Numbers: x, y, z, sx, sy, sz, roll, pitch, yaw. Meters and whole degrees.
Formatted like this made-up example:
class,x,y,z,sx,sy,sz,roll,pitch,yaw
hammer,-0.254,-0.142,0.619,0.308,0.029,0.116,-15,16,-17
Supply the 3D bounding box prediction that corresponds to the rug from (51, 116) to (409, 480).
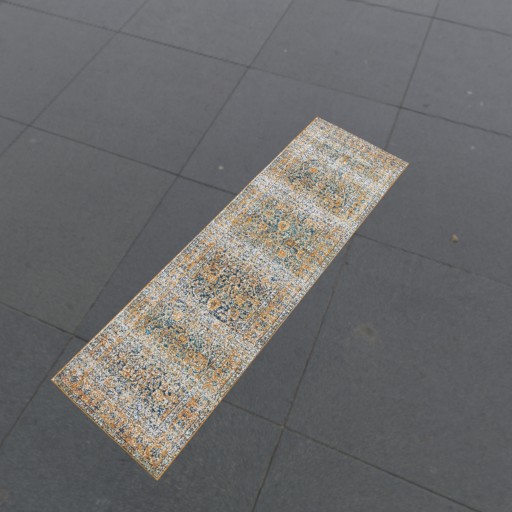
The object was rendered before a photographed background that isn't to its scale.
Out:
class,x,y,z,sx,sy,sz,roll,pitch,yaw
rug,0.000,0.000,2.470,0.704,0.014,2.294,34,64,18
